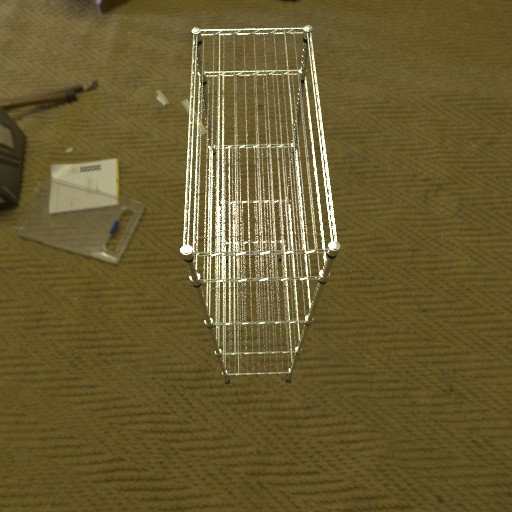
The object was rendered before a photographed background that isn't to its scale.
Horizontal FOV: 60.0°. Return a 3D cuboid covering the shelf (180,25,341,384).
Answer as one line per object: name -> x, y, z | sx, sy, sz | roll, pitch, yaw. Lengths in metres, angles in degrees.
shelf -> 0.000, 0.000, 1.849 | 0.356, 1.587, 0.762 | -2, 64, -1
